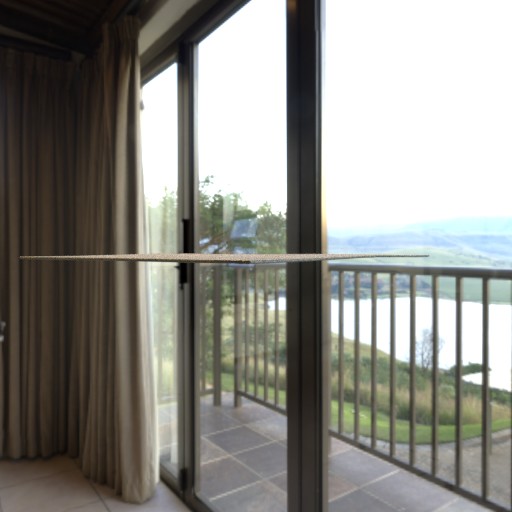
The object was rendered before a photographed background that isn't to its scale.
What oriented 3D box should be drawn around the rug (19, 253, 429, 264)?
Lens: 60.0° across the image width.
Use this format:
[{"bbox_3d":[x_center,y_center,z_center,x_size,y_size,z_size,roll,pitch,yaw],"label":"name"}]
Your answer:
[{"bbox_3d":[0.000,0.000,2.931,1.613,0.030,2.306,1,1,36],"label":"rug"}]
